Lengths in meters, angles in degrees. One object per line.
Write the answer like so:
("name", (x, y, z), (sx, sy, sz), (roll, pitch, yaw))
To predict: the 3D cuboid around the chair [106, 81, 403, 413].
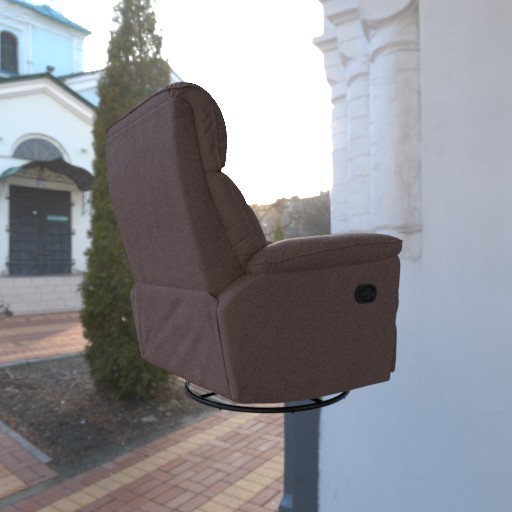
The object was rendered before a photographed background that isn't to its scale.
("chair", (0.000, 0.000, 1.735), (1.004, 1.037, 0.820), (0, 0, -37))
